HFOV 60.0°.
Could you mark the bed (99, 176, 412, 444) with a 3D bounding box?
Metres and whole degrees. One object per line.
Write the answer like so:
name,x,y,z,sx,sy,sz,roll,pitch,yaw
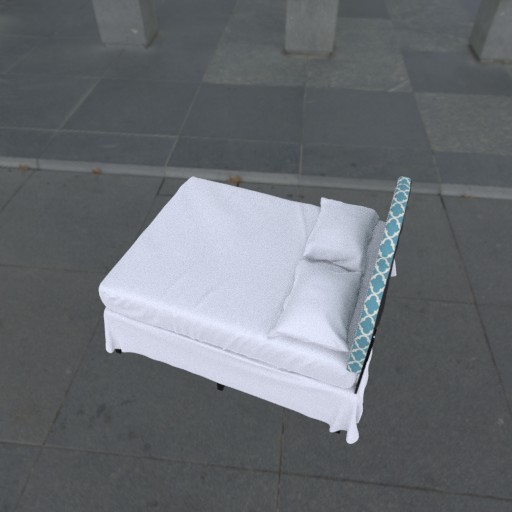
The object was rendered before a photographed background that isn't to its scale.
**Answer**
bed,0.000,0.000,3.510,2.222,1.633,1.780,15,47,15
